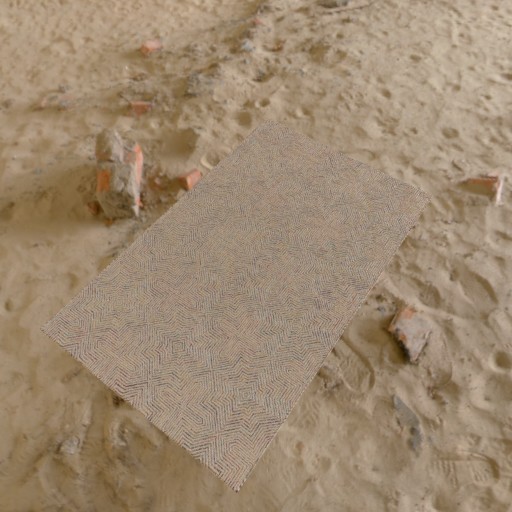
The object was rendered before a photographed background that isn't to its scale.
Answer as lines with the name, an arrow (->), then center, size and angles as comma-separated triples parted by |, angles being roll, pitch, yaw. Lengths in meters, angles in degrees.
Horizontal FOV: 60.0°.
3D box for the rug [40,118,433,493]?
rug -> 0.000, 0.000, 3.011 | 1.519, 0.007, 2.428 | 31, 61, 19
